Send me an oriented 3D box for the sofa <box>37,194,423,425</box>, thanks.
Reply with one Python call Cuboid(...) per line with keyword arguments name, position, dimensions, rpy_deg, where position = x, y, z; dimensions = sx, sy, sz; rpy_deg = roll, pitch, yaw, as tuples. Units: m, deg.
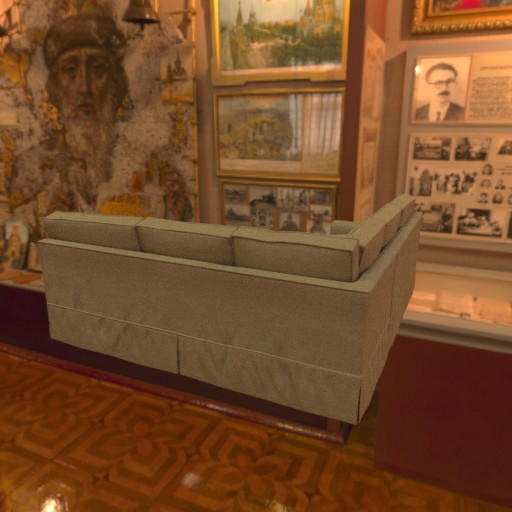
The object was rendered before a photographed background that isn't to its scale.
Cuboid(name="sofa", position=(0.000, 0.000, 4.122), dimensions=(2.623, 1.081, 2.618), rpy_deg=(8, 18, 25))
